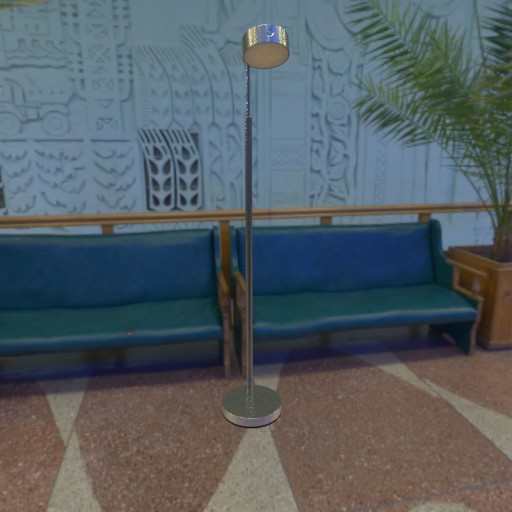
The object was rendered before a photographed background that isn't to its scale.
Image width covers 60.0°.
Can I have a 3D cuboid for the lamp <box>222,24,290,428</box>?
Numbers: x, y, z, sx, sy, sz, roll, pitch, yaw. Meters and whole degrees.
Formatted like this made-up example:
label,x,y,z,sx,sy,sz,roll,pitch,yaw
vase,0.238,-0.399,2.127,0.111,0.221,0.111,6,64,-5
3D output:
label,x,y,z,sx,sy,sz,roll,pitch,yaw
lamp,0.000,0.000,1.407,0.222,1.250,0.421,-2,15,-9
